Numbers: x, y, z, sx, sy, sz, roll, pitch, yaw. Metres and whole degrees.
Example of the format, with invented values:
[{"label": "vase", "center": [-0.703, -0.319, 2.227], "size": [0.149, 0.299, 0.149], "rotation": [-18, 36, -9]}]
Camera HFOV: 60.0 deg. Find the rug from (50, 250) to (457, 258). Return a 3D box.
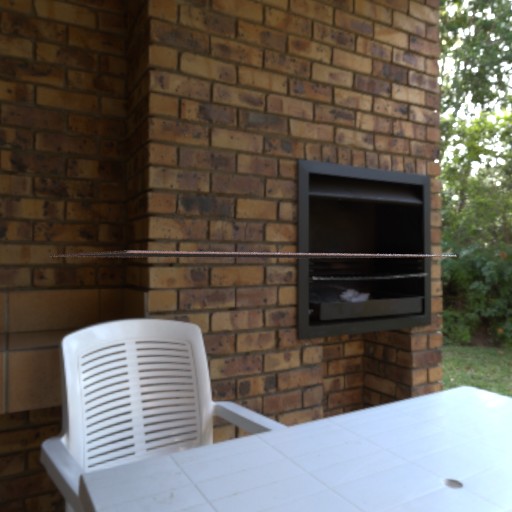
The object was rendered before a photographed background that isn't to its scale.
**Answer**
[{"label": "rug", "center": [0.000, 0.000, 2.385], "size": [1.829, 0.009, 1.219], "rotation": [1, -1, -35]}]
